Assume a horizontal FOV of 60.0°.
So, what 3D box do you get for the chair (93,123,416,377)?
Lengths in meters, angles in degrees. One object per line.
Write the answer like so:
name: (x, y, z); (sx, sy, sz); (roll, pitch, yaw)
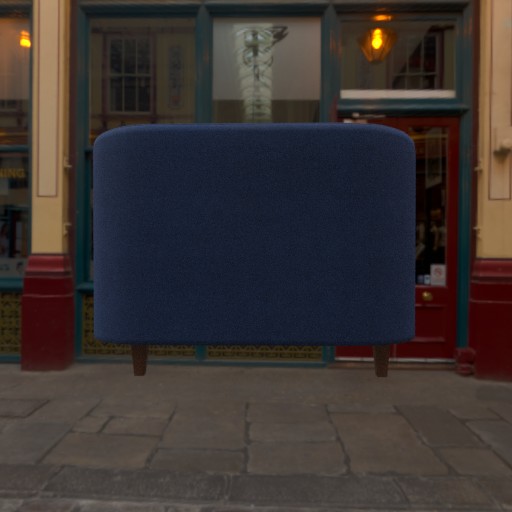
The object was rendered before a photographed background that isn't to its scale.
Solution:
chair: (0.000, 0.000, 1.761); (1.118, 0.787, 0.914); (0, -1, 1)
